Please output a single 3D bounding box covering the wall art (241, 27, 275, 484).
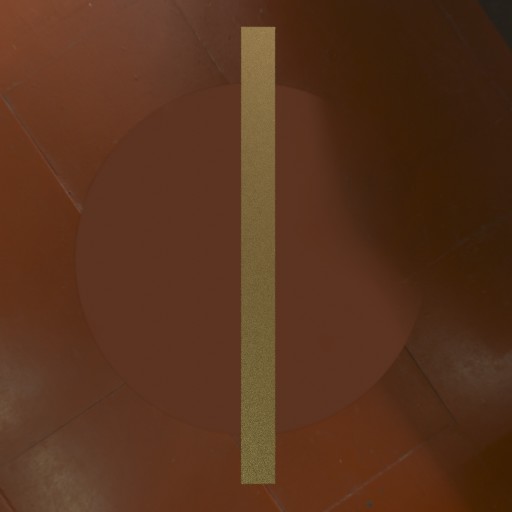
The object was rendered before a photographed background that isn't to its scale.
[{"bbox_3d":[0.000,0.000,1.888,0.095,1.284,1.284,0,90,-1],"label":"wall art"}]
